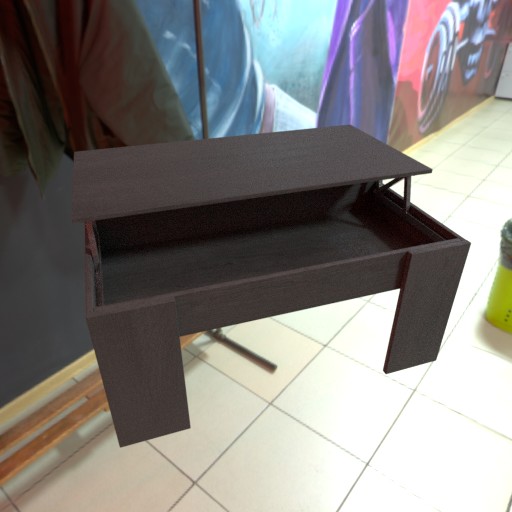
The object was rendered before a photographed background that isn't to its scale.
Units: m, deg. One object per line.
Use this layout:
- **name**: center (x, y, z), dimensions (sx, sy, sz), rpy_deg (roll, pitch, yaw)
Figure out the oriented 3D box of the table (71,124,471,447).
- **table**: center (0.000, 0.000, 1.429), dimensions (1.000, 0.570, 0.711), rpy_deg (-10, 33, -16)
